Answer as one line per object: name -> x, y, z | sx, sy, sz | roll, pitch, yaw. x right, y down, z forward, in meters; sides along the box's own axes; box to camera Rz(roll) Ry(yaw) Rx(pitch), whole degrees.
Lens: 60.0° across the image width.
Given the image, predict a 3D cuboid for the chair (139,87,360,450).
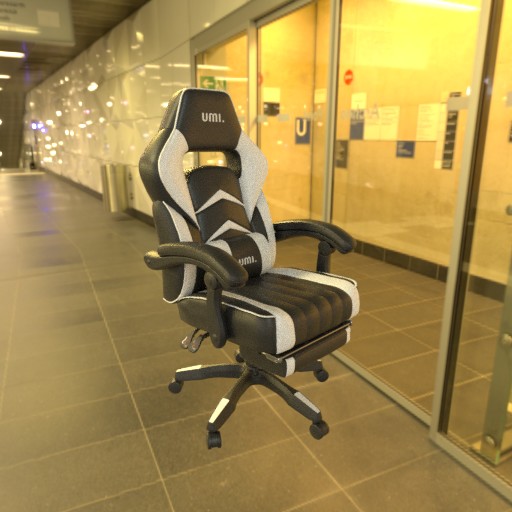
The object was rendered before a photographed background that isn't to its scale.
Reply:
chair -> 0.000, 0.000, 1.640 | 0.676, 1.200, 0.700 | -15, 21, -43
